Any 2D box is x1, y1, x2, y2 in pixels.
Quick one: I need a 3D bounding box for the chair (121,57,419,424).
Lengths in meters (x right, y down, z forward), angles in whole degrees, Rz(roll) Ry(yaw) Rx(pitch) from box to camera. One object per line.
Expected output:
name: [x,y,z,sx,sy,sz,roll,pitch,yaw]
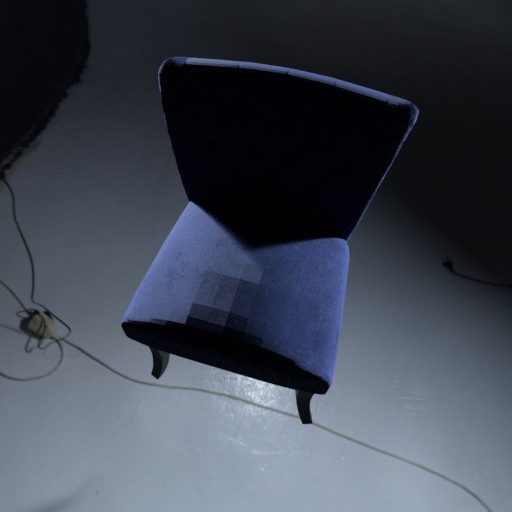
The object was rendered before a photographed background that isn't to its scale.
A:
chair: [0.000,0.000,1.172,0.585,0.753,0.606,14,60,9]
